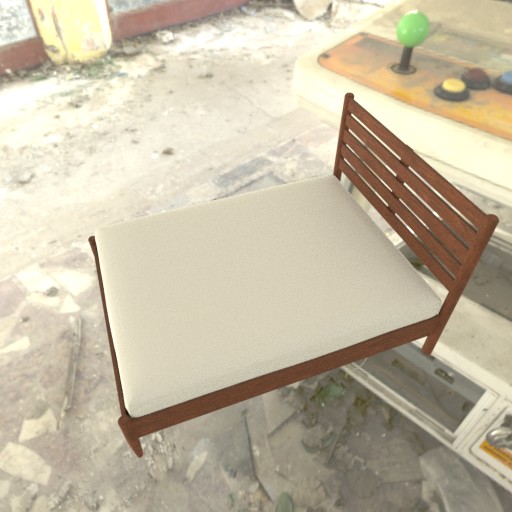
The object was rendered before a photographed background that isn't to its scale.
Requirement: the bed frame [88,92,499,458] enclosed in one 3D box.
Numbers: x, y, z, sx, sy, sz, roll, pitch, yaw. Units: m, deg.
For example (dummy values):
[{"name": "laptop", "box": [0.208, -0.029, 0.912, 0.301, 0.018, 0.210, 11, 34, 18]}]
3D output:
[{"name": "bed frame", "box": [0.000, 0.000, 3.134, 2.234, 1.321, 1.655, -15, 47, -14]}]
